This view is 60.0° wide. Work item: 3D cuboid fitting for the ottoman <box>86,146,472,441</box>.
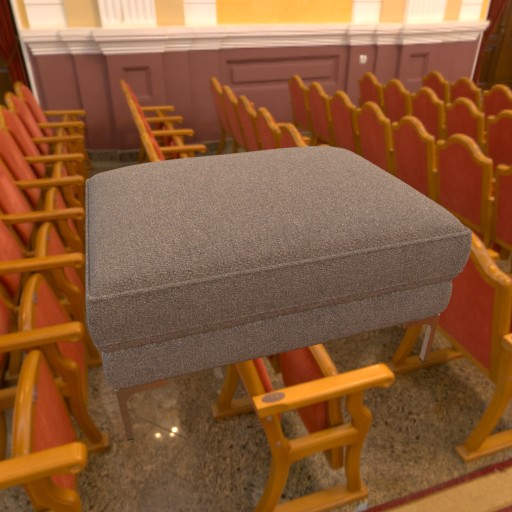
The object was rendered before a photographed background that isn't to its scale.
[{"bbox_3d":[0.000,0.000,1.133,0.785,0.464,0.583,-10,32,-16],"label":"ottoman"}]
